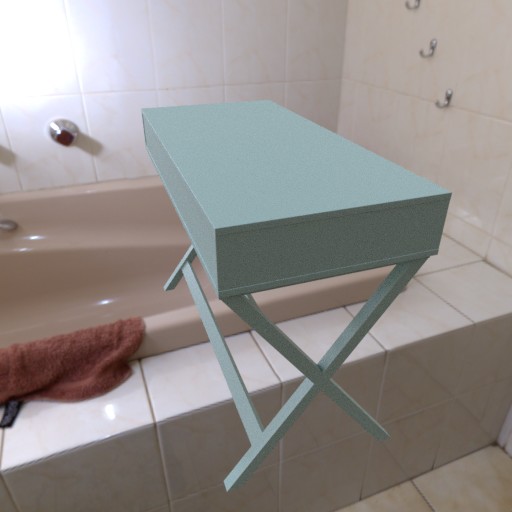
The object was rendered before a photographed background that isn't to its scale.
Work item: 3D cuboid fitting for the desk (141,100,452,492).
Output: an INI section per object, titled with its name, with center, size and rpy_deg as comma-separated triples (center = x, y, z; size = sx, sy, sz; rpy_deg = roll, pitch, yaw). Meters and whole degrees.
[desk]
center = 0.000, 0.000, 1.469
size = 0.525, 0.780, 1.057
rpy_deg = -10, 31, -17
